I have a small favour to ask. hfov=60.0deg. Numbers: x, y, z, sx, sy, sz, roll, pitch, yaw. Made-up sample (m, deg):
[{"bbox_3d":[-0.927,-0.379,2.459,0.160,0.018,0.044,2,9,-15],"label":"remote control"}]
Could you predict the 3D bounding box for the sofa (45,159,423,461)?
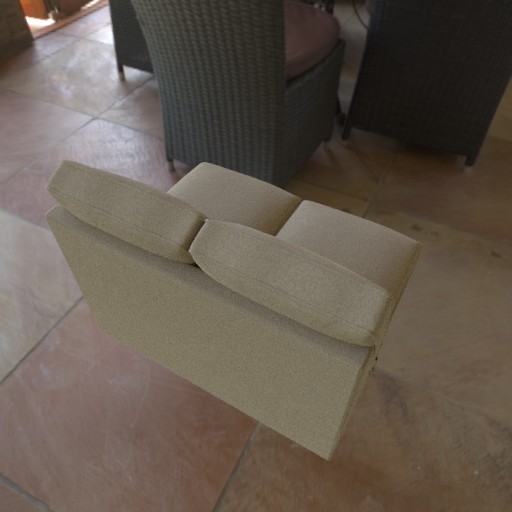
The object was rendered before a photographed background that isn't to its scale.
[{"bbox_3d":[0.000,0.000,1.906,1.237,1.008,0.951,23,52,20],"label":"sofa"}]
